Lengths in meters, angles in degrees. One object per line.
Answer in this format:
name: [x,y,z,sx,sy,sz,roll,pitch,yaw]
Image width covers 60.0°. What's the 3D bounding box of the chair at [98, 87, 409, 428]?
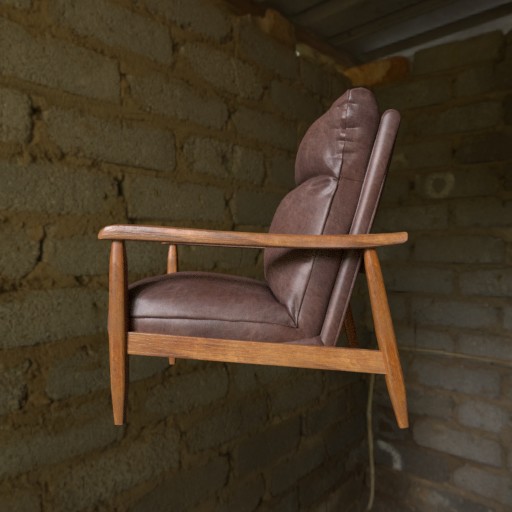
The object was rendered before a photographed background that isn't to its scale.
chair: [0.000,0.000,1.497,0.830,0.897,0.782,0,0,2]
